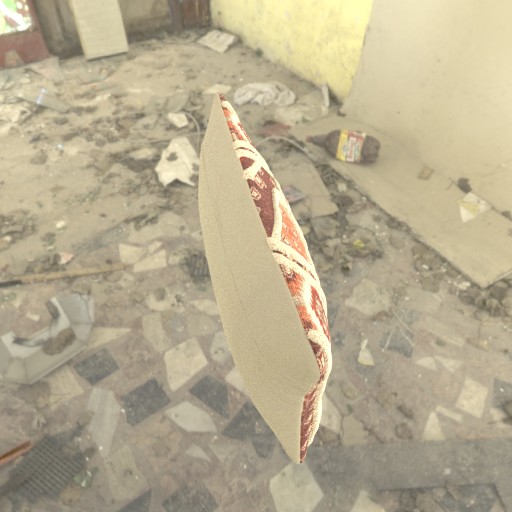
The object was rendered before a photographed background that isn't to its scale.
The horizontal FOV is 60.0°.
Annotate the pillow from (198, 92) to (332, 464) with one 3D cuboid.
[{"bbox_3d":[0.000,0.000,0.741,0.161,0.295,0.608,-9,46,-9],"label":"pillow"}]
